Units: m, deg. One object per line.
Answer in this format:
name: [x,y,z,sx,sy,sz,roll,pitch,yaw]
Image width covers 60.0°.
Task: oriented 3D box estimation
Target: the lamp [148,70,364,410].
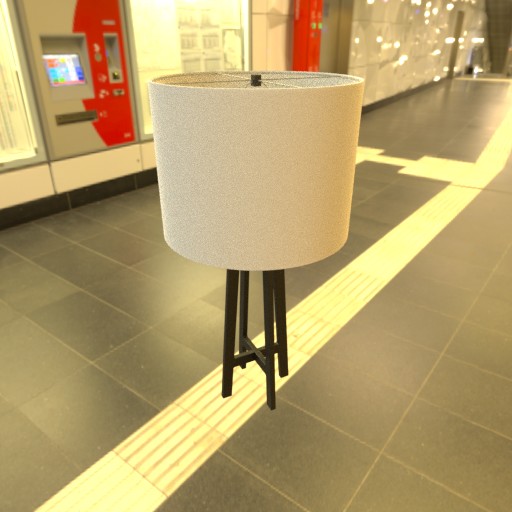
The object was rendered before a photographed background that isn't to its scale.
lamp: [0.000,0.000,0.645,0.257,0.489,0.257,8,27,16]
